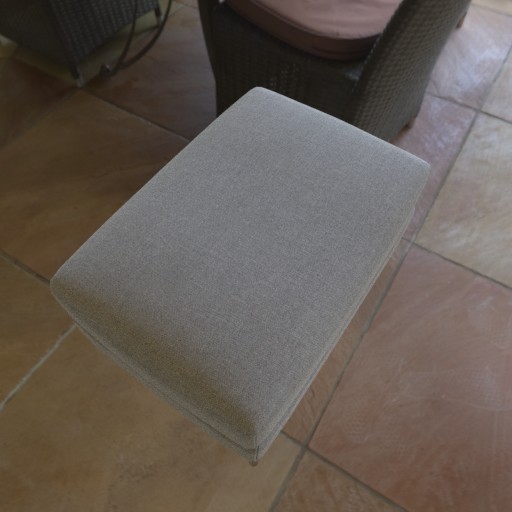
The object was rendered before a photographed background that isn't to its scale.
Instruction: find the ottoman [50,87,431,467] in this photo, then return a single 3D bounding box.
[{"bbox_3d":[0.000,0.000,1.183,0.584,0.457,0.838,31,63,17],"label":"ottoman"}]
